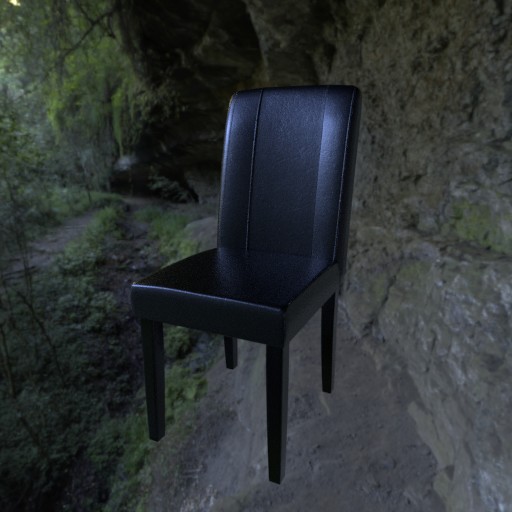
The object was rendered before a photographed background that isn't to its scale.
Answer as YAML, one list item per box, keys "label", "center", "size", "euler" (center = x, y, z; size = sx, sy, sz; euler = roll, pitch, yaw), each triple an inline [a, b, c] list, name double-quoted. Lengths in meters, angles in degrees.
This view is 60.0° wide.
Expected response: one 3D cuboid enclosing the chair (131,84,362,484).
- label: "chair"
  center: [0.000, 0.000, 1.177]
  size: [0.399, 0.897, 0.556]
  euler: [7, 16, 24]
